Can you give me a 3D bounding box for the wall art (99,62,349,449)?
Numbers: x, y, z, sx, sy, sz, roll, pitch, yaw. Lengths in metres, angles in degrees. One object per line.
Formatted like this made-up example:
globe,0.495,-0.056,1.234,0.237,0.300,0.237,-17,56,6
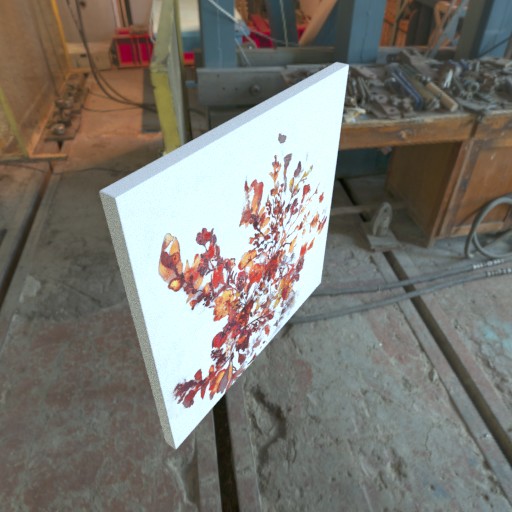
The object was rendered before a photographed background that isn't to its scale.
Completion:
wall art,0.000,0.000,1.130,0.037,0.757,0.757,25,46,26
